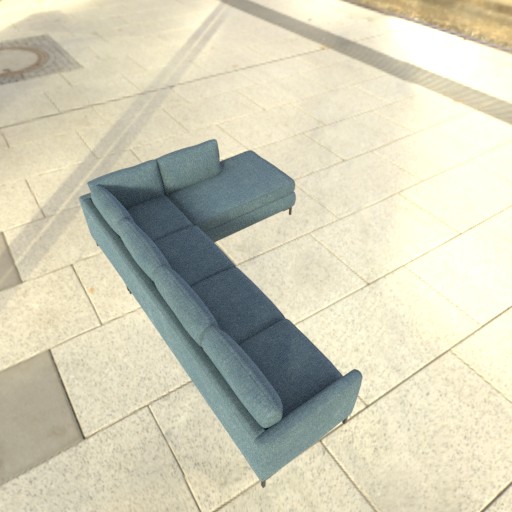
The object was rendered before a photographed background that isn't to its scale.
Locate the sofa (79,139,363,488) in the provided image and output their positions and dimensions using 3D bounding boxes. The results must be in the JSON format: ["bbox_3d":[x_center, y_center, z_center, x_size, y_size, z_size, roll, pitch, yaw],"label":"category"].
[{"bbox_3d":[0.000,0.000,3.829,2.007,0.815,2.949,-26,49,-25],"label":"sofa"}]
